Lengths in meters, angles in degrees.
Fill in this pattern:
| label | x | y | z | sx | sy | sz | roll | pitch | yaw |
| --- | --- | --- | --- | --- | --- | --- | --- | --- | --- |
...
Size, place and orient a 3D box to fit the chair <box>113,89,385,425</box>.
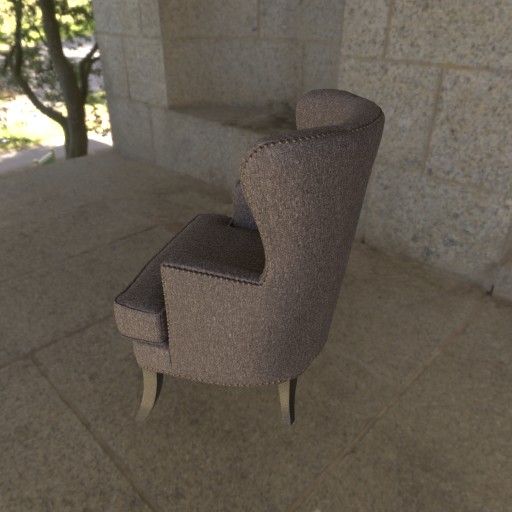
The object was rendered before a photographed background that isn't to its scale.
| label | x | y | z | sx | sy | sz | roll | pitch | yaw |
| --- | --- | --- | --- | --- | --- | --- | --- | --- | --- |
| chair | 0.000 | 0.000 | 1.589 | 0.758 | 1.060 | 0.759 | 8 | 30 | 14 |
